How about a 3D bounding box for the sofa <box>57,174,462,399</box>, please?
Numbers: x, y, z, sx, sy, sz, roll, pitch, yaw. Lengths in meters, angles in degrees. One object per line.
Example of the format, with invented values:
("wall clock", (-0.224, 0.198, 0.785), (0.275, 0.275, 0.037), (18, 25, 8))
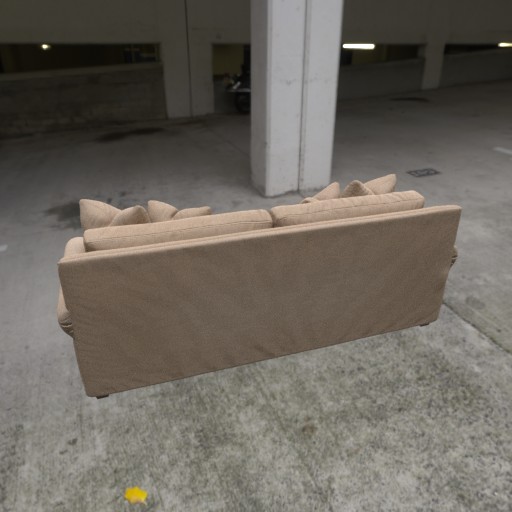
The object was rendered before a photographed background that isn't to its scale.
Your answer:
("sofa", (0.000, 0.000, 2.818), (2.285, 0.904, 1.067), (-9, 27, -17))
